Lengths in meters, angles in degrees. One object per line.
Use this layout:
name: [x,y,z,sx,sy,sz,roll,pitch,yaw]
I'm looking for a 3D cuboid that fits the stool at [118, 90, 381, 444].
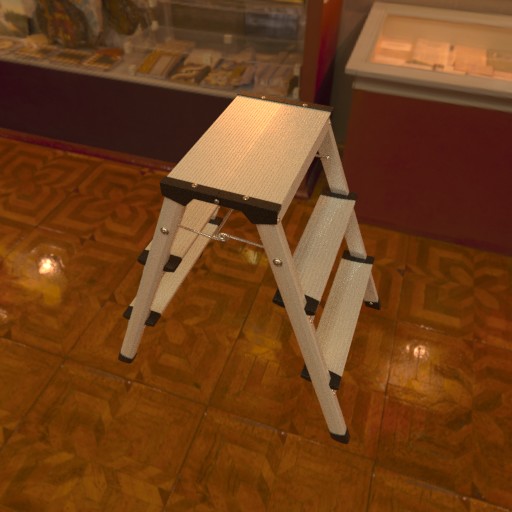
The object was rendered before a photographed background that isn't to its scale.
stool: [0.000,0.000,1.021,0.622,0.605,0.437,16,48,14]
